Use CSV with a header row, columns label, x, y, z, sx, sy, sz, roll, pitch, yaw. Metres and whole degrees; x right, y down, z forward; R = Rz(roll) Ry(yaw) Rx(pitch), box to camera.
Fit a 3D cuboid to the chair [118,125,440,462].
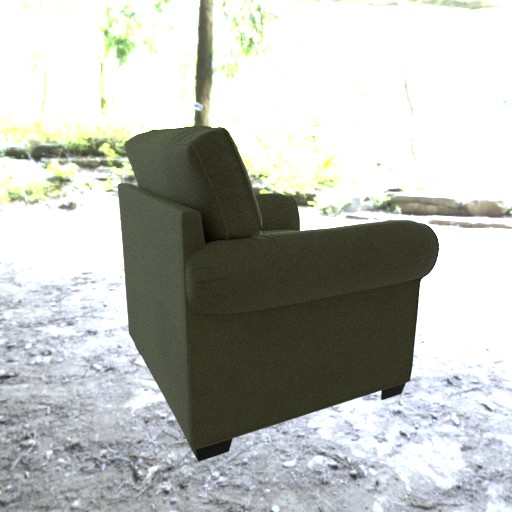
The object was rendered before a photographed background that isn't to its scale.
label,x,y,z,sx,sy,sz,roll,pitch,yaw
chair,0.000,0.000,1.882,0.939,1.044,1.147,-7,16,-26
